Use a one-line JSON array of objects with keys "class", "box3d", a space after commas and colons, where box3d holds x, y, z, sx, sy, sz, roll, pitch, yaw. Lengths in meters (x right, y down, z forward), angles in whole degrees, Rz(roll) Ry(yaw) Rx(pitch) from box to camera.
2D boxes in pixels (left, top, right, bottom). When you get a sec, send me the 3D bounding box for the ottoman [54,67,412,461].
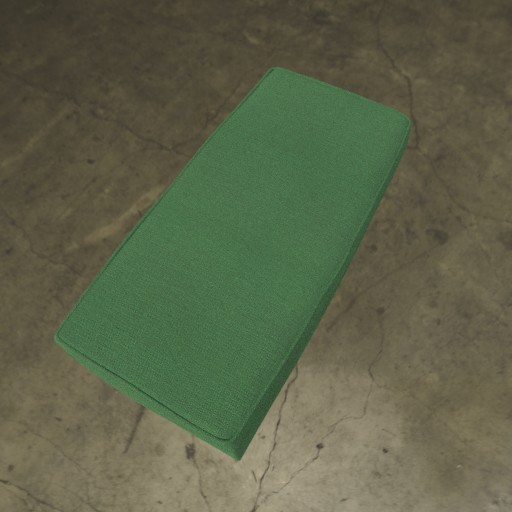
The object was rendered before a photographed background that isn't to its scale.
[{"class": "ottoman", "box3d": [0.000, 0.000, 1.218, 0.483, 0.471, 0.957, 27, 65, 14]}]
